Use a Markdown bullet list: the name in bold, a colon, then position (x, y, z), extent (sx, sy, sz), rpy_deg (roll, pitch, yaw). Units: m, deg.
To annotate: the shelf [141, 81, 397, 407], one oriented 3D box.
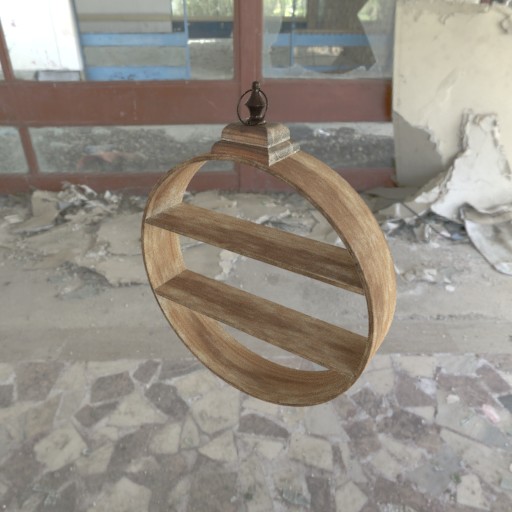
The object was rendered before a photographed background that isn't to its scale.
- **shelf**: position (0.000, 0.000, 0.977), extent (0.601, 0.725, 0.125), rpy_deg (18, 34, 29)
